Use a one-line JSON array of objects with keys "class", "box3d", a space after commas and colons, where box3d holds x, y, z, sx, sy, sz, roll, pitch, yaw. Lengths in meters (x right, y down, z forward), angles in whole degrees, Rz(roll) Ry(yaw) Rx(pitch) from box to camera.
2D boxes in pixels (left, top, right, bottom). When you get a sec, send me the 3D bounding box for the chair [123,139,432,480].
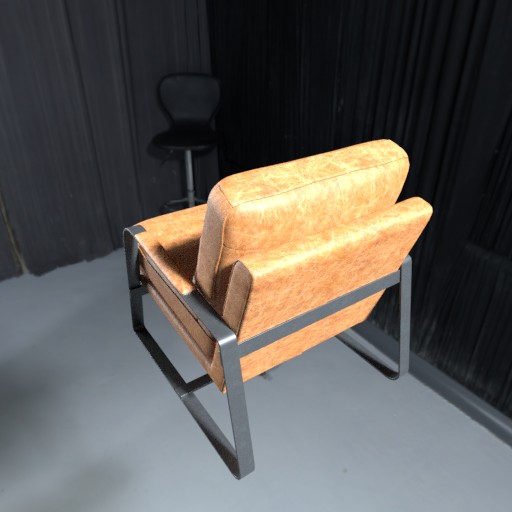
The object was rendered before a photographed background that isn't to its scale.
[{"class": "chair", "box3d": [0.000, 0.000, 1.385, 0.651, 0.777, 0.801, -19, 36, -29]}]
